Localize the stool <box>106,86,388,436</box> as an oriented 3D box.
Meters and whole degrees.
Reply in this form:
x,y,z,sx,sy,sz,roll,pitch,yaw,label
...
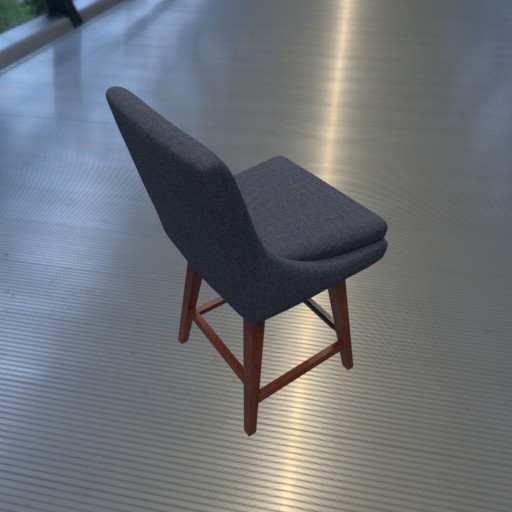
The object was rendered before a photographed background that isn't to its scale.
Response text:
x,y,z,sx,sy,sz,roll,pitch,yaw,label
0.000,0.000,1.197,0.524,0.895,0.467,-25,46,-26,stool
